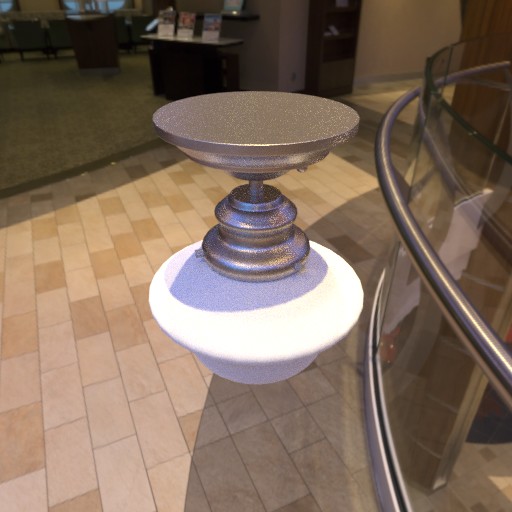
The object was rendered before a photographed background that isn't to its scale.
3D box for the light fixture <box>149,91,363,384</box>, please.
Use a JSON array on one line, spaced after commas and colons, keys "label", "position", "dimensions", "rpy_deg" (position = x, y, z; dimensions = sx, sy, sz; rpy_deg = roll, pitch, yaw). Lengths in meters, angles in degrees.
[{"label": "light fixture", "position": [0.000, 0.000, 0.400], "dimensions": [0.199, 0.254, 0.199], "rpy_deg": [0, 32, 0]}]
